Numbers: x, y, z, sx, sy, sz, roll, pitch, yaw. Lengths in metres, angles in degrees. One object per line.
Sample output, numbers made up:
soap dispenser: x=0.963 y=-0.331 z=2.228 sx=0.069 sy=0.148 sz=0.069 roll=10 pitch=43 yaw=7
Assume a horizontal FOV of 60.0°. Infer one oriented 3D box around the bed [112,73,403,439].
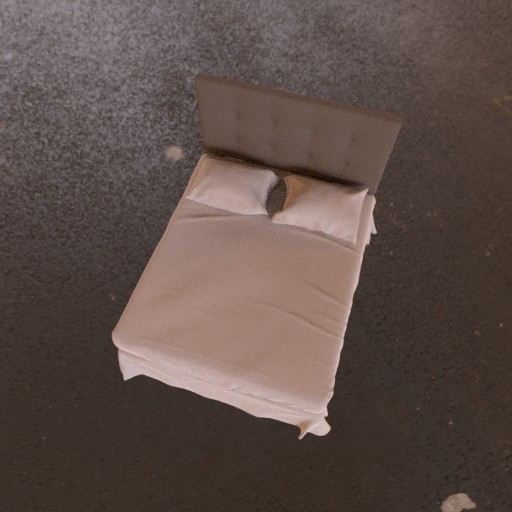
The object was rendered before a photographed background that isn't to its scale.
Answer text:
bed: x=0.000 y=0.000 z=3.565 sx=1.936 sy=1.577 sz=2.222 roll=16 pitch=62 yaw=9
